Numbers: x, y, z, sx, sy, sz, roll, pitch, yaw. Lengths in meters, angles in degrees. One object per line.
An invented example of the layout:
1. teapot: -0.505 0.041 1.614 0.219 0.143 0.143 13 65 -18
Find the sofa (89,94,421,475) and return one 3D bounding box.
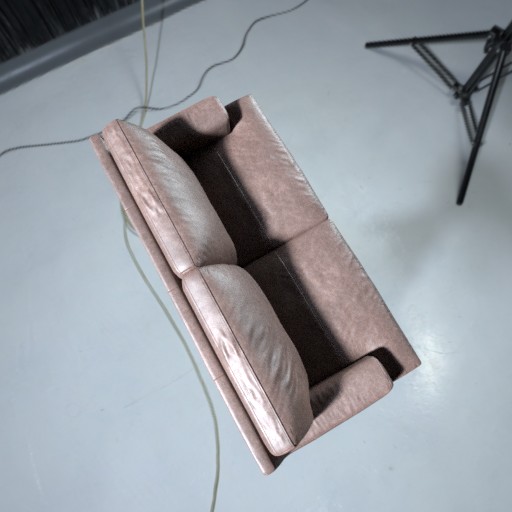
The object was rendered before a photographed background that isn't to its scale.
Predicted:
1. sofa: 0.000 0.000 2.815 1.143 0.941 2.261 -29 78 -7
